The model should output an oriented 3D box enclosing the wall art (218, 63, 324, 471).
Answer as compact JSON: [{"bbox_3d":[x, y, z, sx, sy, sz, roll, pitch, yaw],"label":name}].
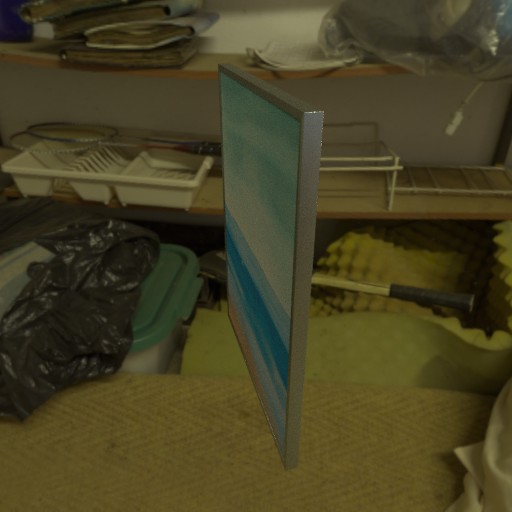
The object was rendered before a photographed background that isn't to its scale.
[{"bbox_3d":[0.000,0.000,1.430,0.041,1.062,0.803,-8,31,-14],"label":"wall art"}]
